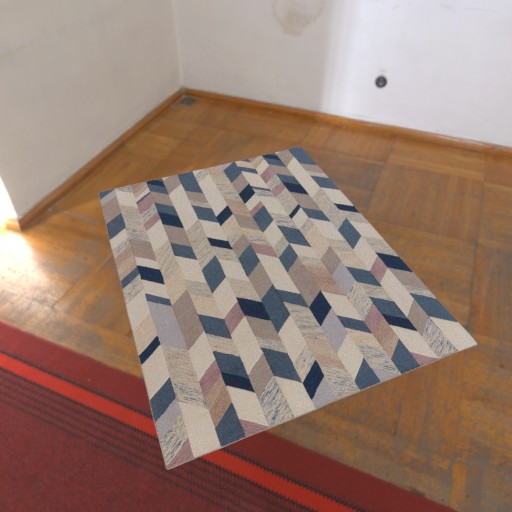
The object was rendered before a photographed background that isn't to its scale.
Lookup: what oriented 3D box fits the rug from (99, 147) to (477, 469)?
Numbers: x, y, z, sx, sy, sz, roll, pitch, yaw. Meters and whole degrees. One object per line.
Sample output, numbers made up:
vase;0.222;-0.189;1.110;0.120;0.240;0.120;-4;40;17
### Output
rug;0.000;0.000;4.090;2.451;0.011;3.072;-16;47;-15
